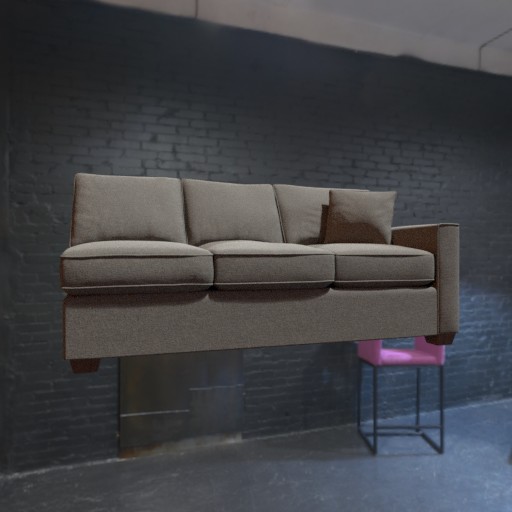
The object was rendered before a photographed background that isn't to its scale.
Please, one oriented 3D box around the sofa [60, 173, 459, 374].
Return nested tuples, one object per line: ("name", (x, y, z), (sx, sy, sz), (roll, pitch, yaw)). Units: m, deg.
("sofa", (0.000, 0.000, 2.491), (1.963, 0.946, 1.034), (0, 0, -18))
